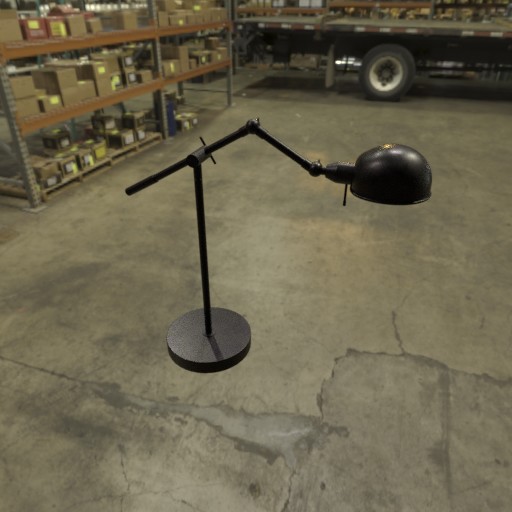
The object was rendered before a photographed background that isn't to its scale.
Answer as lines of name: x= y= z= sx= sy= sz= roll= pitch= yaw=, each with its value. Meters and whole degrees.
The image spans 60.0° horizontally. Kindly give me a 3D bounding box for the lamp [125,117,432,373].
lamp: x=0.000 y=0.000 z=0.835 sx=0.567 sy=0.495 sz=0.185 roll=10 pitch=32 yaw=16
